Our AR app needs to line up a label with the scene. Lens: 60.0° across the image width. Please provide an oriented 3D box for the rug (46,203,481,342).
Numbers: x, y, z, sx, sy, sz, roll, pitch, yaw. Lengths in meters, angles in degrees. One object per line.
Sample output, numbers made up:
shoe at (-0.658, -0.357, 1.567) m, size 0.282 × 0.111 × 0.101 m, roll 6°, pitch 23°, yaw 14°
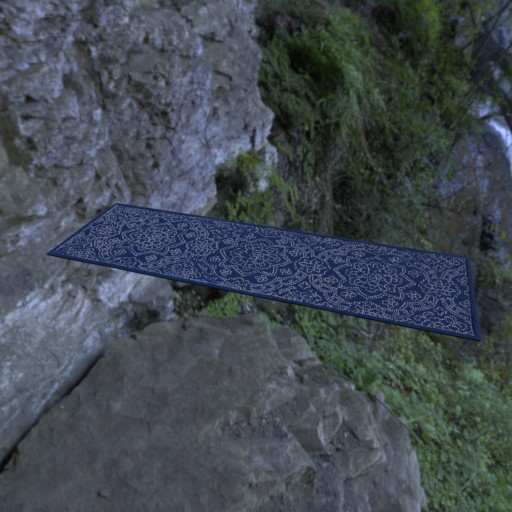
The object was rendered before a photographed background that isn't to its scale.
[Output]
rug at (0.000, 0.000, 2.678) m, size 2.448 × 0.012 × 0.769 m, roll 10°, pitch 33°, yaw 15°
